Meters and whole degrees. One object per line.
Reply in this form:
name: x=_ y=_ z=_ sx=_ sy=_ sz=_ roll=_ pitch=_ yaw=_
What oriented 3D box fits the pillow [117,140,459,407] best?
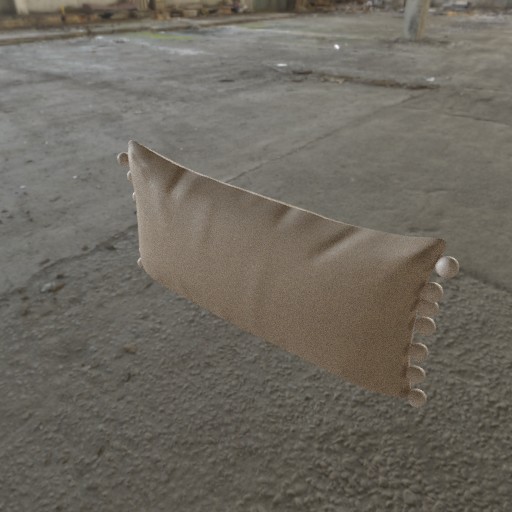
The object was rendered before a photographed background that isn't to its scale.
pillow: x=0.000 y=0.000 z=0.834 sx=0.709 sy=0.322 sz=0.201 roll=22 pitch=38 yaw=31
